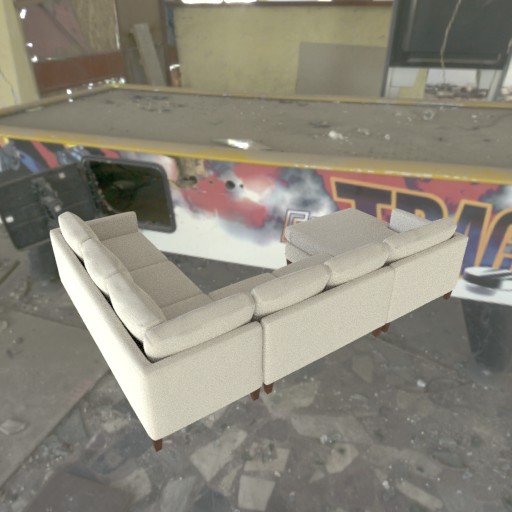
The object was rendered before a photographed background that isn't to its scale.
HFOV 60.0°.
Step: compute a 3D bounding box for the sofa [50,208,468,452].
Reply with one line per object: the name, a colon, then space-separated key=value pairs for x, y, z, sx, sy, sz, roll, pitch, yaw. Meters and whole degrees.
sofa: x=0.000 y=0.000 z=4.605 sx=3.459 sy=0.956 sz=2.593 roll=-18 pitch=34 yaw=-30
